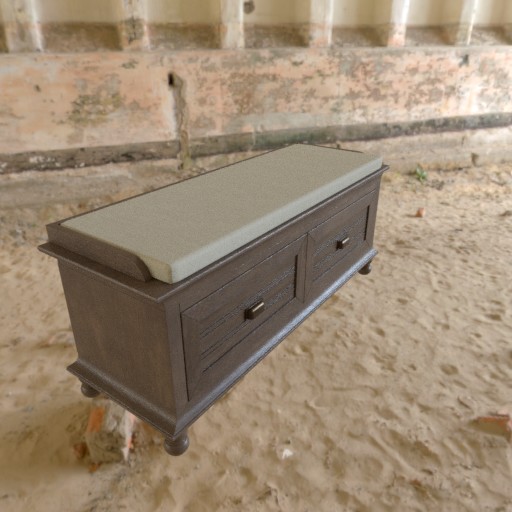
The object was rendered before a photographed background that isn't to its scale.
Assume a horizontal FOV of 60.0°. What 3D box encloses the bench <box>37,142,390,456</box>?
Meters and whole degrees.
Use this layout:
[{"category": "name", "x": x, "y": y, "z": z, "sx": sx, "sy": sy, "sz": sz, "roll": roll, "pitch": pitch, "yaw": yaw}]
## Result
[{"category": "bench", "x": 0.000, "y": 0.000, "z": 1.444, "sx": 0.402, "sy": 0.501, "sz": 1.185, "roll": 18, "pitch": 31, "yaw": 32}]
